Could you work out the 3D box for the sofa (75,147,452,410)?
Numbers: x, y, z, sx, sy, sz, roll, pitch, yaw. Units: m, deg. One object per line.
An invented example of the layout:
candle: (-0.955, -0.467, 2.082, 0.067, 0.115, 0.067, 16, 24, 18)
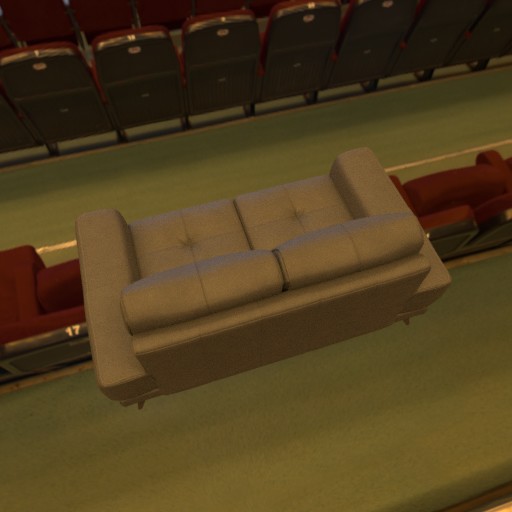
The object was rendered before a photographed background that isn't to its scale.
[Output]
sofa: (0.000, 0.000, 2.386, 1.806, 0.907, 1.018, -15, 59, -9)
